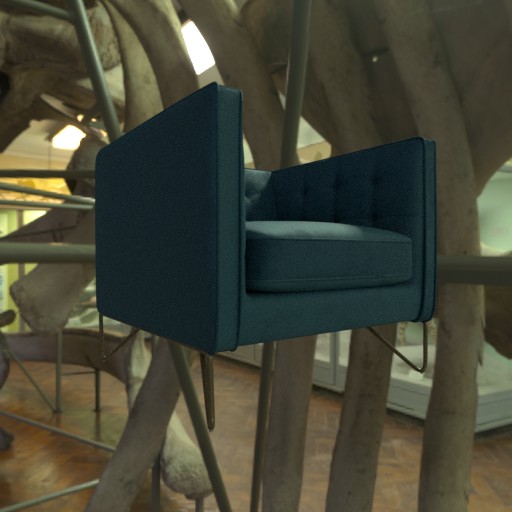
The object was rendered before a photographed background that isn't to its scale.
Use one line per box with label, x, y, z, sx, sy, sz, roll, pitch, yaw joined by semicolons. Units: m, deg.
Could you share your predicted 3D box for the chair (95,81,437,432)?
chair;0.000;0.000;1.557;0.880;0.790;0.894;0;0;-36
